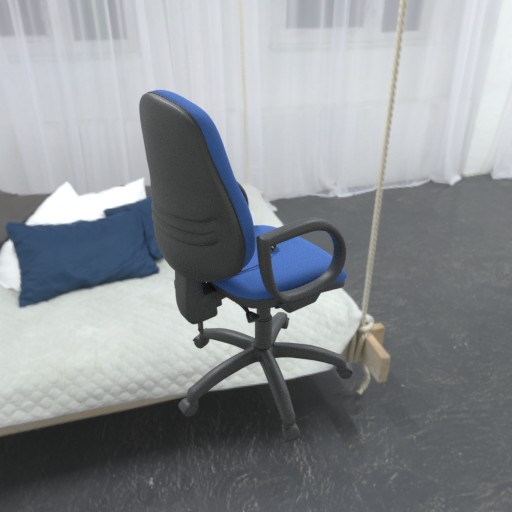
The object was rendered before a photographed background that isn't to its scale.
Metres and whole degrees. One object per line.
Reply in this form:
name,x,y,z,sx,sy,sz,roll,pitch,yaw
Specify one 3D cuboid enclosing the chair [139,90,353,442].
chair,0.000,0.000,1.243,0.549,0.905,0.552,-19,33,-31
